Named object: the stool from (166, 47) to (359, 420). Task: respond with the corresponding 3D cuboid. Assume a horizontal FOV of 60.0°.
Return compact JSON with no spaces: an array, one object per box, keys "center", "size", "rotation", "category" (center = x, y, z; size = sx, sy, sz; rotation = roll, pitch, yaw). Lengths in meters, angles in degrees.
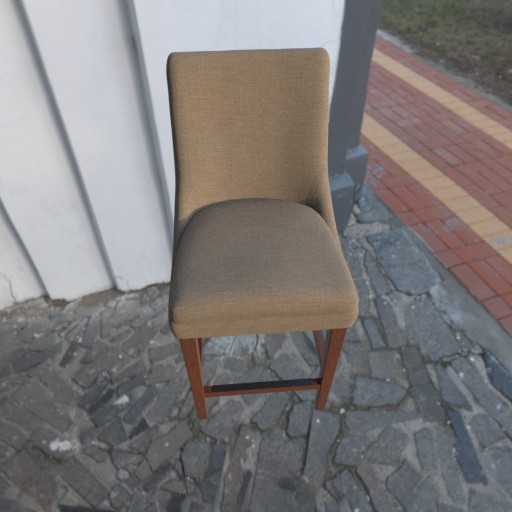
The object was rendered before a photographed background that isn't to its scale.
[{"center":[0.000,0.000,1.296],"size":[0.470,0.981,0.577],"rotation":[-3,45,-3],"category":"stool"}]
